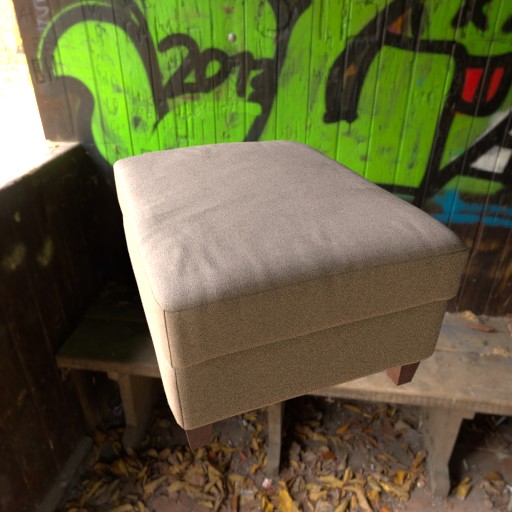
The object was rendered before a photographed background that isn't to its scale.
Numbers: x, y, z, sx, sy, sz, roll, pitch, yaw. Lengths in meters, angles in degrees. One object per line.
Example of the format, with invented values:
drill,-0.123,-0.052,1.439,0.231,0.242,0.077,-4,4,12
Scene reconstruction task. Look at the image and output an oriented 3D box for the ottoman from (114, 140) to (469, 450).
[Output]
ottoman,0.000,0.000,1.302,0.692,0.511,0.902,-11,31,-18
